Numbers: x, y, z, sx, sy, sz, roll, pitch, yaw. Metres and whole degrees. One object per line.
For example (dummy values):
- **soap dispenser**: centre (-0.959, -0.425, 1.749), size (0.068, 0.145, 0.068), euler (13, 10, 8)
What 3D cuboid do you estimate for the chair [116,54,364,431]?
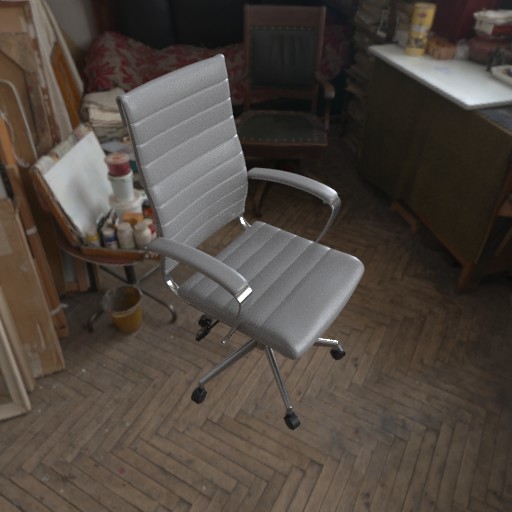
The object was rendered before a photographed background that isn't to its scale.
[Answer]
- **chair**: centre (0.000, 0.000, 1.566), size (0.667, 1.149, 0.679), euler (25, 47, 26)
